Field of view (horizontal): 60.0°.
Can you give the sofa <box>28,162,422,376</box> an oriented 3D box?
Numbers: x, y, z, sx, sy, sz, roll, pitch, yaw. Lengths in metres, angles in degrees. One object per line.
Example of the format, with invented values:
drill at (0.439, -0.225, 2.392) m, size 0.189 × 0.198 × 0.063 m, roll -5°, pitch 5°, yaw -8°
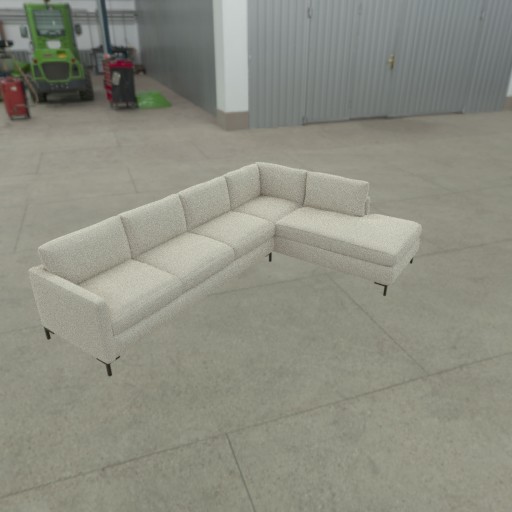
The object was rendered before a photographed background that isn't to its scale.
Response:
sofa at (0.000, 0.000, 3.815) m, size 2.007 × 0.815 × 2.949 m, roll 18°, pitch 32°, yaw 31°
